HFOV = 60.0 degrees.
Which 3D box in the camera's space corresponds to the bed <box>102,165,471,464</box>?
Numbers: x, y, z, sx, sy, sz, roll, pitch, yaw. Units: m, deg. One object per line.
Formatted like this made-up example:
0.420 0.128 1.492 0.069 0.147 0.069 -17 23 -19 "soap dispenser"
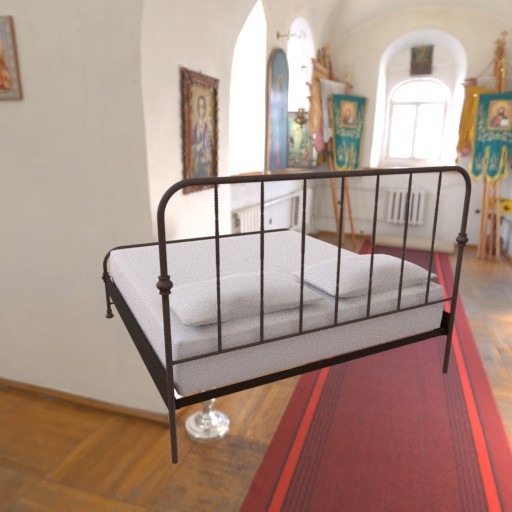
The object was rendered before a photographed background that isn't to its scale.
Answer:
0.000 0.000 3.409 2.044 1.446 2.134 -8 18 -26 "bed"
